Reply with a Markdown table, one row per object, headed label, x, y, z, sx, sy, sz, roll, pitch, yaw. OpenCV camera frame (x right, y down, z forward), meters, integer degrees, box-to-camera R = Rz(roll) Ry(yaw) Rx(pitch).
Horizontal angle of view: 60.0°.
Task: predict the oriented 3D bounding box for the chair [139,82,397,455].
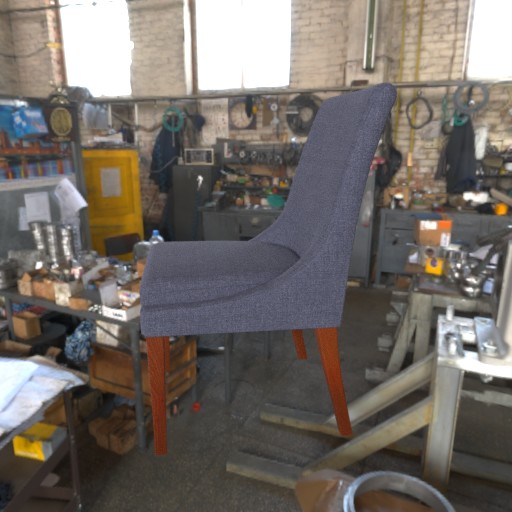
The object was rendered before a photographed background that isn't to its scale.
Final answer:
| label | x | y | z | sx | sy | sz | roll | pitch | yaw |
| --- | --- | --- | --- | --- | --- | --- | --- | --- | --- |
| chair | 0.000 | 0.000 | 1.343 | 0.655 | 0.952 | 0.508 | -2 | 15 | -9 |
